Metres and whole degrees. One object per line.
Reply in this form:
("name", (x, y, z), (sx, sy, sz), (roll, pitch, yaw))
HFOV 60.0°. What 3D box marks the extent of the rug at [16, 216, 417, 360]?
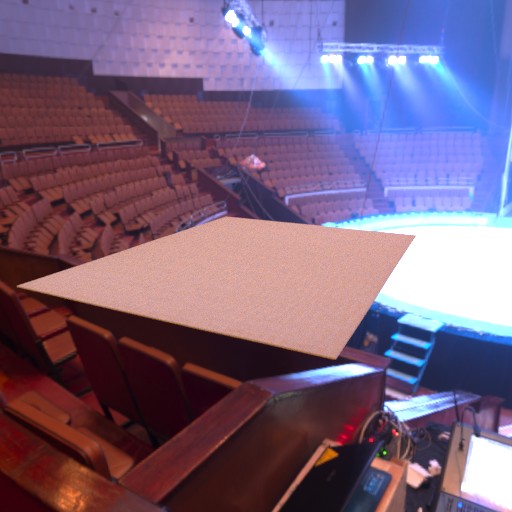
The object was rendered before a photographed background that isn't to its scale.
("rug", (0.000, 0.000, 4.046), (2.410, 0.021, 3.055), (8, 18, 25))
